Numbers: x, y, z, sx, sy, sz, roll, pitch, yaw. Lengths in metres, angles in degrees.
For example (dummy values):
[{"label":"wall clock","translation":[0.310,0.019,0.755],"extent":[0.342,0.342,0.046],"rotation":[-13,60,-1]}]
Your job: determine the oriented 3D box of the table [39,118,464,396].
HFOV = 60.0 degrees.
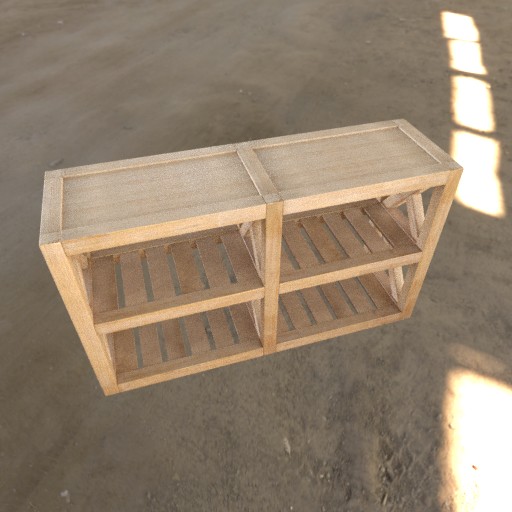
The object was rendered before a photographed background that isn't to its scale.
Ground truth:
[{"label":"table","translation":[0.000,0.000,1.694],"extent":[1.320,0.762,0.381],"rotation":[-12,44,-12]}]
